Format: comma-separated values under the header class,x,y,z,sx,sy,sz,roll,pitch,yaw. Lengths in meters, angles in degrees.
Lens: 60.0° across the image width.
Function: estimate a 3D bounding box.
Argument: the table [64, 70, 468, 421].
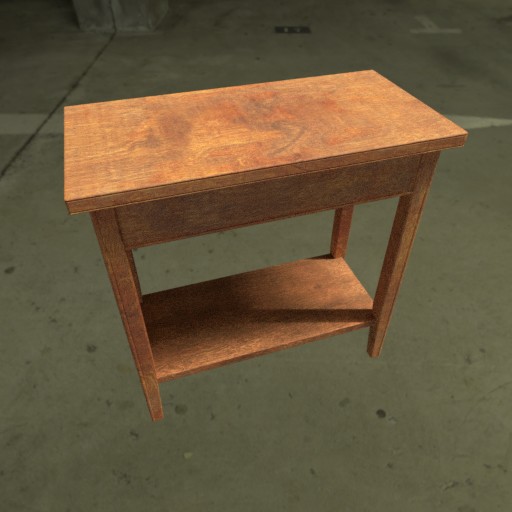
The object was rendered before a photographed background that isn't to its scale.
class,x,y,z,sx,sy,sz,roll,pitch,yaw
table,0.000,0.000,0.940,0.610,0.610,0.305,-12,43,-13
